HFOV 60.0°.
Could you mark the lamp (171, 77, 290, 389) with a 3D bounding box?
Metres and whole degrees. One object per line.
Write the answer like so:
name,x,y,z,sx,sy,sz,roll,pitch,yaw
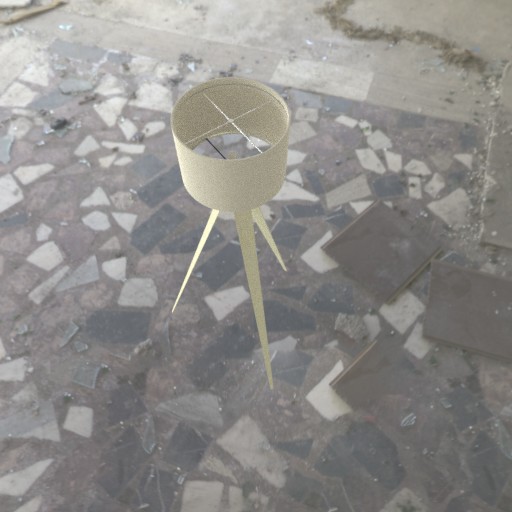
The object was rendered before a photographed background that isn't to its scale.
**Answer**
lamp,0.000,0.000,1.930,0.724,1.524,0.716,-32,64,-18
